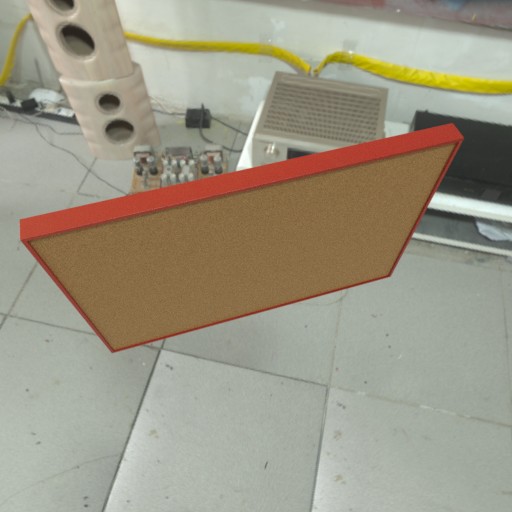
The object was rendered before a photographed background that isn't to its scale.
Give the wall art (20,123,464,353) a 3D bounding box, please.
[{"bbox_3d":[0.000,0.000,0.762,0.607,0.405,0.033,-14,59,-9],"label":"wall art"}]
